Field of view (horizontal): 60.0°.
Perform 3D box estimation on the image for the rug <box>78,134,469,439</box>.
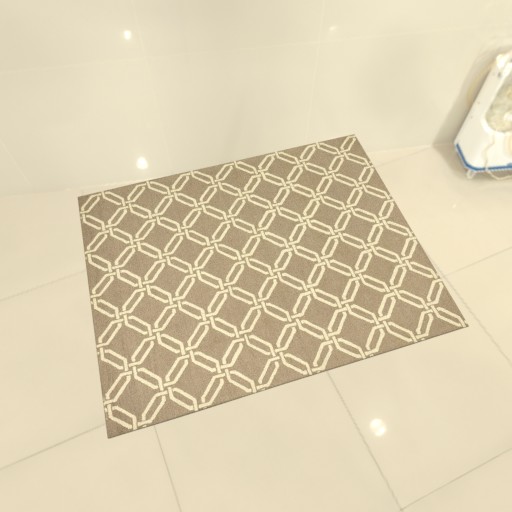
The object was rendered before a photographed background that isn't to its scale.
[{"bbox_3d":[0.000,0.000,3.924,2.895,0.018,2.288,-15,60,-9],"label":"rug"}]
